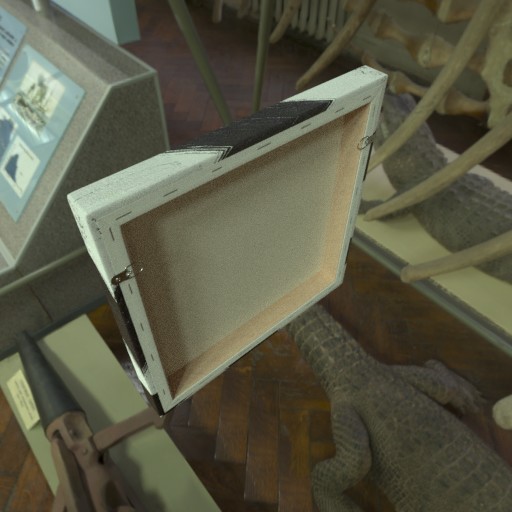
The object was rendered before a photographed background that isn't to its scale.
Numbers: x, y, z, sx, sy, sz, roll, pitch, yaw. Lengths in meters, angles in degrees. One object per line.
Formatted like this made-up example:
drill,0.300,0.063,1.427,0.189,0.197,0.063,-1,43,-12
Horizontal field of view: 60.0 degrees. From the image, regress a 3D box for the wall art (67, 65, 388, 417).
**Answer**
wall art,0.000,0.000,0.770,0.507,0.508,0.050,-32,54,-26
